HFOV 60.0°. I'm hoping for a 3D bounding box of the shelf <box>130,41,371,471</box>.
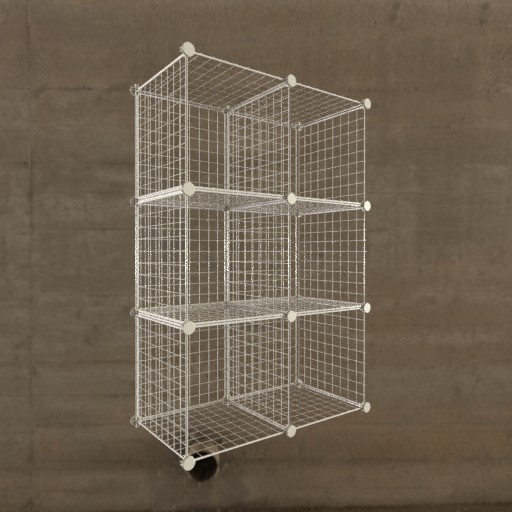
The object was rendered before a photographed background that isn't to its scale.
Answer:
[{"bbox_3d":[0.000,0.000,1.447,0.711,1.067,0.356,0,0,-36],"label":"shelf"}]
